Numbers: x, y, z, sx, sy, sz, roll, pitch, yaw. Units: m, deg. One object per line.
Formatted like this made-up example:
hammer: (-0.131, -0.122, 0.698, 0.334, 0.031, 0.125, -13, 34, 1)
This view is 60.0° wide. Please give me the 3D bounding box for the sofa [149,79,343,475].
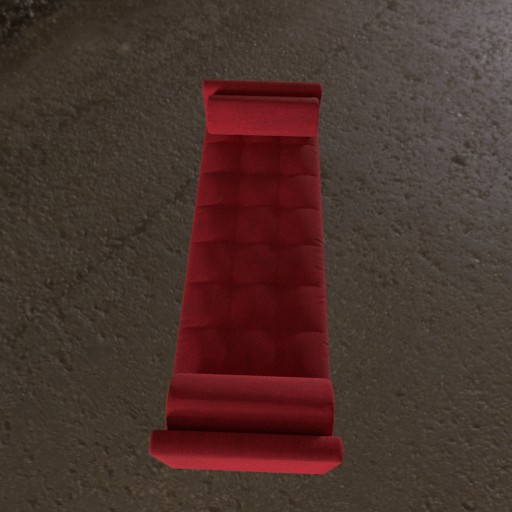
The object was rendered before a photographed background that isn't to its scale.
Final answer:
sofa: (0.000, 0.000, 2.290, 0.686, 0.635, 1.981, 2, 60, 1)
